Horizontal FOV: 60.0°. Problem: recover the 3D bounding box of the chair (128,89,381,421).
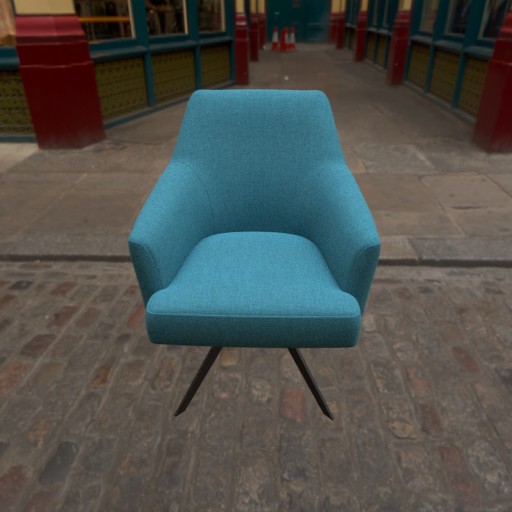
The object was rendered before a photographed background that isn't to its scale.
[{"bbox_3d":[0.000,0.000,1.362,0.642,0.874,0.677,1,29,1],"label":"chair"}]
